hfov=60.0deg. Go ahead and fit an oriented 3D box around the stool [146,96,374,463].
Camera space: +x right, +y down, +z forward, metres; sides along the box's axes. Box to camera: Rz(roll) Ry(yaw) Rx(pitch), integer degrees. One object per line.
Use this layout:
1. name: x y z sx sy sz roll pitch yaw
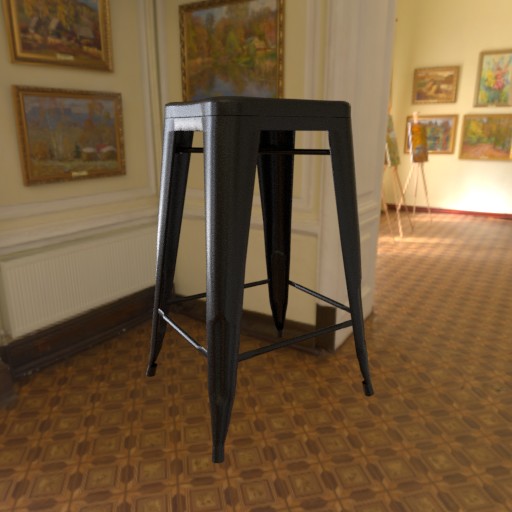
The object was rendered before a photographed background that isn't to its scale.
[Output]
1. stool: 0.000 0.000 0.927 0.455 0.609 0.423 -15 22 -42
